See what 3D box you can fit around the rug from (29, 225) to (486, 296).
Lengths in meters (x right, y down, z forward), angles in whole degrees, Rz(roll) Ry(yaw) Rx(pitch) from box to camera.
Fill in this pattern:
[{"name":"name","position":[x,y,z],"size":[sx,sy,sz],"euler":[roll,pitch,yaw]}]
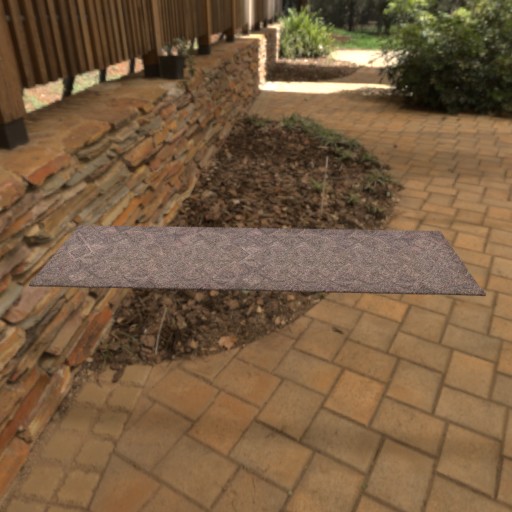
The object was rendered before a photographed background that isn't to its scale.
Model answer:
[{"name":"rug","position":[0.000,0.000,2.512],"size":[2.296,0.011,0.691],"euler":[1,30,2]}]
